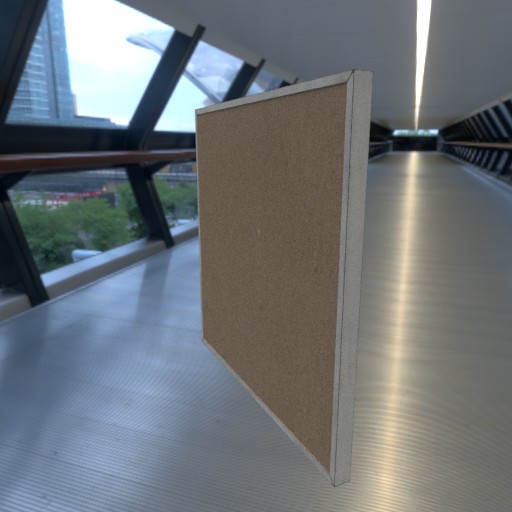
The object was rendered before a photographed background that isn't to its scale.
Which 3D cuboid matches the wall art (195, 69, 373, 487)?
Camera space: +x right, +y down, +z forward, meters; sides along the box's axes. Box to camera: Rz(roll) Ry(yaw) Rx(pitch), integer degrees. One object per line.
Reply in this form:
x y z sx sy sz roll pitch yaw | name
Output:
0.000 0.000 1.116 0.038 0.762 0.762 -7 15 -26 | wall art
